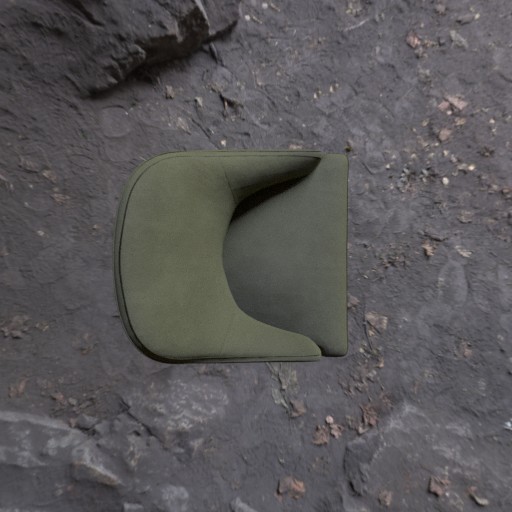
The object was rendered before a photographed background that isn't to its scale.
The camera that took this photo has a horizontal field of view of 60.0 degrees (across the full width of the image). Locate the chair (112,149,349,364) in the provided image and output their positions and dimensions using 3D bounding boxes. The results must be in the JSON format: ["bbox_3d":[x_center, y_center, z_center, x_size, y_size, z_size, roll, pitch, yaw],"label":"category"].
[{"bbox_3d":[0.000,0.000,1.323,0.575,0.889,0.643,0,91,1],"label":"chair"}]
